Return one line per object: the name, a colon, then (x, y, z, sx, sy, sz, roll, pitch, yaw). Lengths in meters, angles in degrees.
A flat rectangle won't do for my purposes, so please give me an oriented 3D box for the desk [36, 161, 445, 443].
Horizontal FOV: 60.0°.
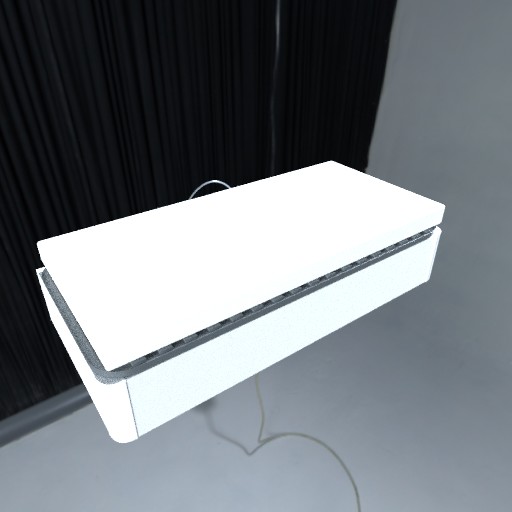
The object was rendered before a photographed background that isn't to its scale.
desk: (0.000, 0.000, 2.265, 1.900, 0.526, 0.900, -21, 37, -30)
